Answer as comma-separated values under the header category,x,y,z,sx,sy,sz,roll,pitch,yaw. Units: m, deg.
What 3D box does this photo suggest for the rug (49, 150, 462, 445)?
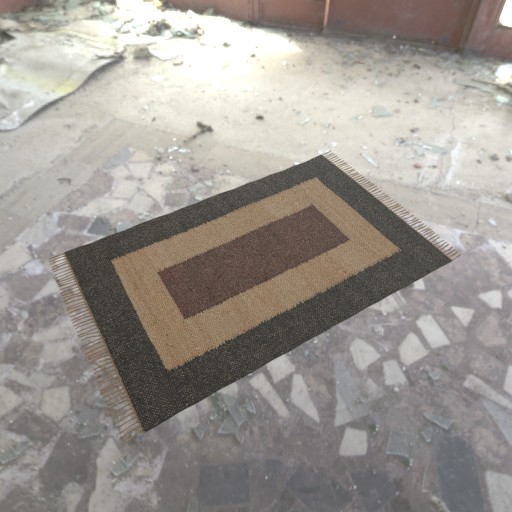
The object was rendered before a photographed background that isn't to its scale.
category,x,y,z,sx,sy,sz,roll,pitch,yaw
rug,0.000,0.000,1.895,1.541,0.013,0.920,-24,52,-21
